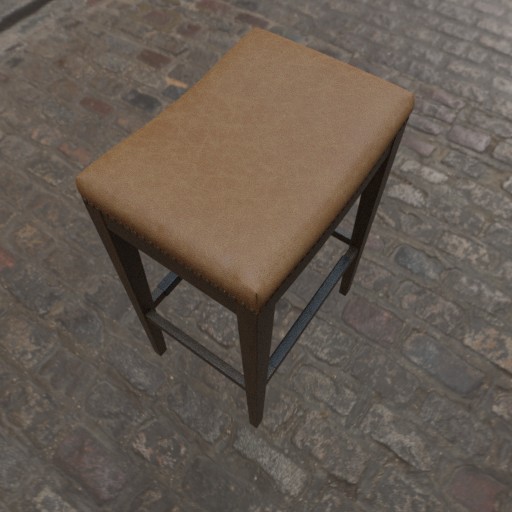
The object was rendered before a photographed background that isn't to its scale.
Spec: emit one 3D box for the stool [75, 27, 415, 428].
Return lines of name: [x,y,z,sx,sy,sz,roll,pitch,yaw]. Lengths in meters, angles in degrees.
stool: [0.000,0.000,1.008,0.361,0.759,0.500,31,64,17]
